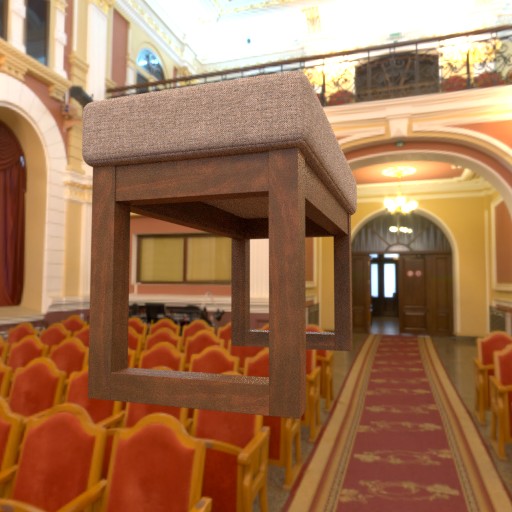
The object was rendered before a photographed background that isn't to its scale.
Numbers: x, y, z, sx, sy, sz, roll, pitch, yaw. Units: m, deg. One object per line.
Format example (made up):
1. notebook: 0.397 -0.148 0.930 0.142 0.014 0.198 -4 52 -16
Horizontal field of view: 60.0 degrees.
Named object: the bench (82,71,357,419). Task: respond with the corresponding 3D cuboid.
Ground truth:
1. bench: 0.000 0.000 0.946 0.366 0.467 0.681 -1 -4 18
